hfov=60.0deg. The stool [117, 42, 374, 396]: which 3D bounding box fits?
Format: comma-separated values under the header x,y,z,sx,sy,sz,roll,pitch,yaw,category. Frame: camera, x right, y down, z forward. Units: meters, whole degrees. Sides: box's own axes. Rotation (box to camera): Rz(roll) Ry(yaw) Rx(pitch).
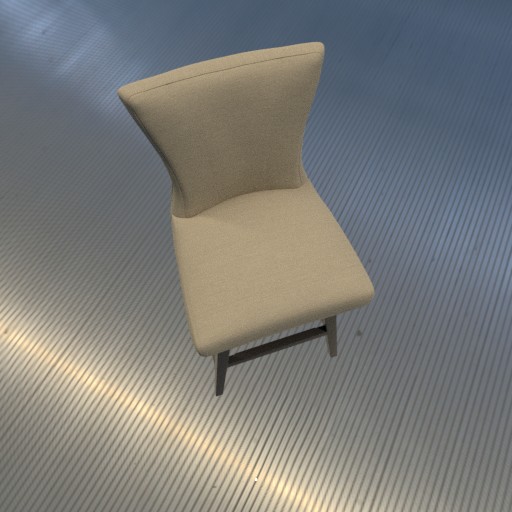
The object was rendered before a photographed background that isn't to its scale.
x,y,z,sx,sy,sz,roll,pitch,yaw,category
0.000,0.000,1.409,0.514,1.086,0.574,-16,64,-8,stool
